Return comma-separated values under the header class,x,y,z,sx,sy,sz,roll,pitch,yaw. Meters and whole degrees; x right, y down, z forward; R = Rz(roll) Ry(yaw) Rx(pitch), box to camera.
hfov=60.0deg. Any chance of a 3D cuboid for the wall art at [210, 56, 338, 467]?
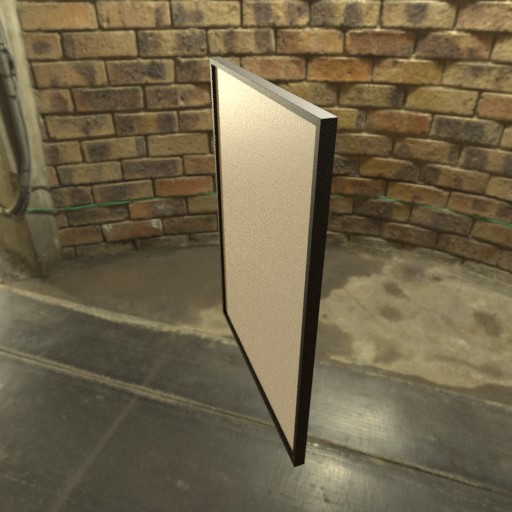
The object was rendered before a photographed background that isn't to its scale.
class,x,y,z,sx,sy,sz,roll,pitch,yaw
wall art,0.000,0.000,1.418,0.036,1.070,0.802,-11,34,-17
